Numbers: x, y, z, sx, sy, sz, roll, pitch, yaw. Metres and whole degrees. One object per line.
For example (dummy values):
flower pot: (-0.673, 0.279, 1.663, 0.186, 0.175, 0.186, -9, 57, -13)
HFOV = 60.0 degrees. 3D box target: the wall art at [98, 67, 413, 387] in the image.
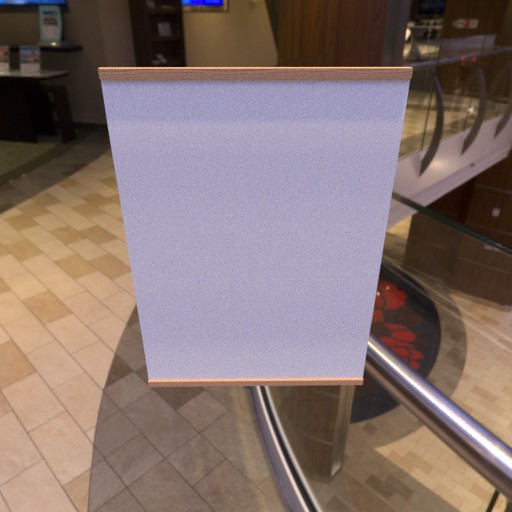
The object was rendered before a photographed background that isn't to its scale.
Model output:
wall art: (0.000, 0.000, 1.294, 0.739, 1.016, 0.020, 0, 29, -1)
